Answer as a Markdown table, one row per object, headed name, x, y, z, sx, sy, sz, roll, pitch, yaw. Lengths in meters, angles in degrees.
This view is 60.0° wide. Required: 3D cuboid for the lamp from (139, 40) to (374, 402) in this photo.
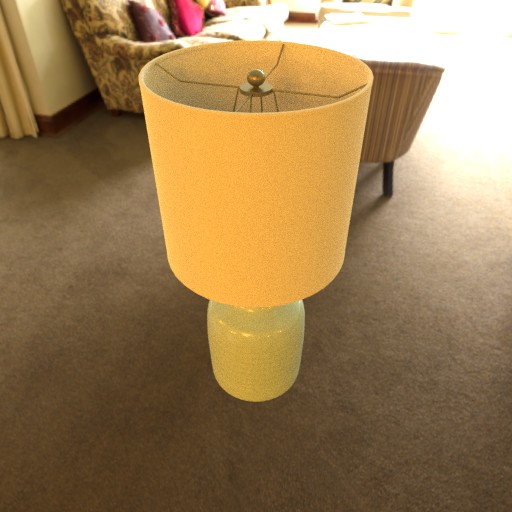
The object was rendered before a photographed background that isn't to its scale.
| name | x | y | z | sx | sy | sz | roll | pitch | yaw |
| --- | --- | --- | --- | --- | --- | --- | --- | --- | --- |
| lamp | 0.000 | 0.000 | 1.078 | 0.418 | 0.871 | 0.418 | -24 | 45 | -26 |
